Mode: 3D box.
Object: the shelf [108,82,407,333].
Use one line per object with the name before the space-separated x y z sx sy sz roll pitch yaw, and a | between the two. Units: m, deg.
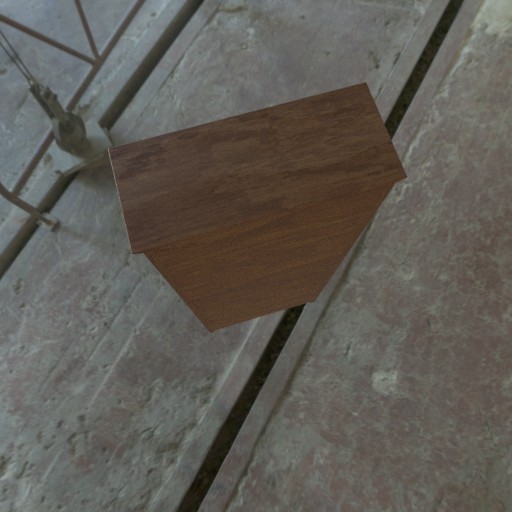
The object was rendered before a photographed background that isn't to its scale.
shelf | 0.000 0.000 2.193 0.805 1.905 0.335 -16 74 -5
